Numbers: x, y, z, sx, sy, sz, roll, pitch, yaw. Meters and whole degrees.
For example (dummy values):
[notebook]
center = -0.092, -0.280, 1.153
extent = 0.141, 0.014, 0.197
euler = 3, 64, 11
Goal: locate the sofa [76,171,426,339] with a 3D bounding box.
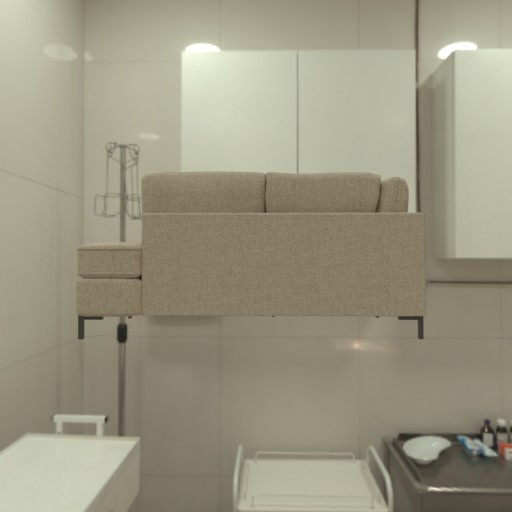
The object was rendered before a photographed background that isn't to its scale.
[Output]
[sofa]
center = 0.000, 0.000, 4.228
extent = 2.021, 0.996, 3.423
euler = 0, -1, 1
